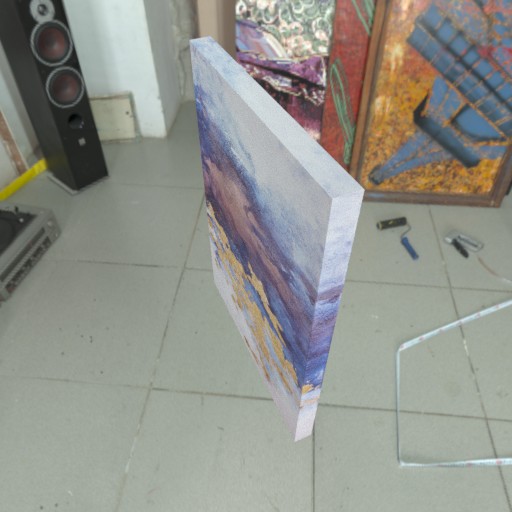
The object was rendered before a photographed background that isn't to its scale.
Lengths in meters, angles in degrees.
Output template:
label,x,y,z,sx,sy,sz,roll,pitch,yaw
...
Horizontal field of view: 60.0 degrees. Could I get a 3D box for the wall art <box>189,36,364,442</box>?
label,x,y,z,sx,sy,sz,roll,pitch,yaw
wall art,0.000,0.000,0.771,0.036,0.581,0.437,-18,48,-16
